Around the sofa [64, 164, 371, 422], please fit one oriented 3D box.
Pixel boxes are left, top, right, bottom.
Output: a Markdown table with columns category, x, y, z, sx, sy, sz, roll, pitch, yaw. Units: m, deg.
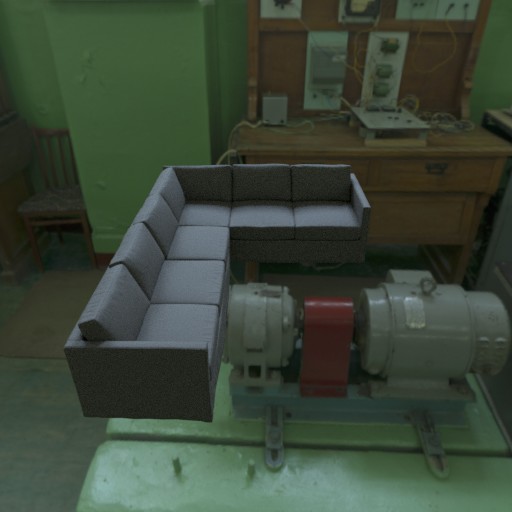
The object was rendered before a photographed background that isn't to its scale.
| category | x | y | z | sx | sy | sz | roll | pitch | yaw |
| --- | --- | --- | --- | --- | --- | --- | --- | --- | --- |
| sofa | 0.000 | 0.000 | 4.290 | 2.432 | 0.871 | 3.182 | 0 | 31 | 1 |
